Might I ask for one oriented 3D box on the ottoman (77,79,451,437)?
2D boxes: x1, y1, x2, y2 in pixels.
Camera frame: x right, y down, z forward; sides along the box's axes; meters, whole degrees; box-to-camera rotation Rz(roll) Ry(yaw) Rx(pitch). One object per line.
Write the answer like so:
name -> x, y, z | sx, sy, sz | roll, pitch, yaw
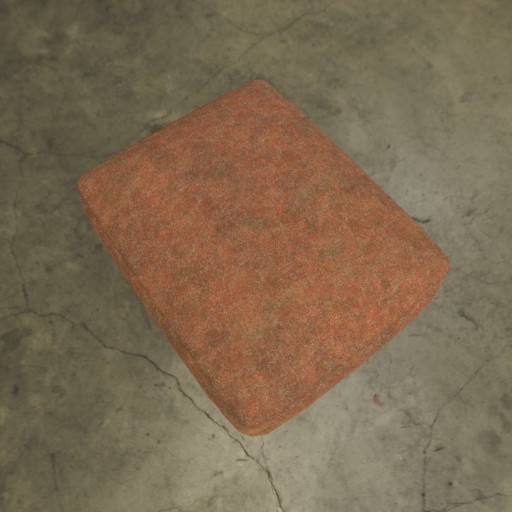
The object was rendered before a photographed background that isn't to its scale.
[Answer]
ottoman -> 0.000, 0.000, 1.213 | 0.635, 0.508, 0.787 | -34, 69, -15
